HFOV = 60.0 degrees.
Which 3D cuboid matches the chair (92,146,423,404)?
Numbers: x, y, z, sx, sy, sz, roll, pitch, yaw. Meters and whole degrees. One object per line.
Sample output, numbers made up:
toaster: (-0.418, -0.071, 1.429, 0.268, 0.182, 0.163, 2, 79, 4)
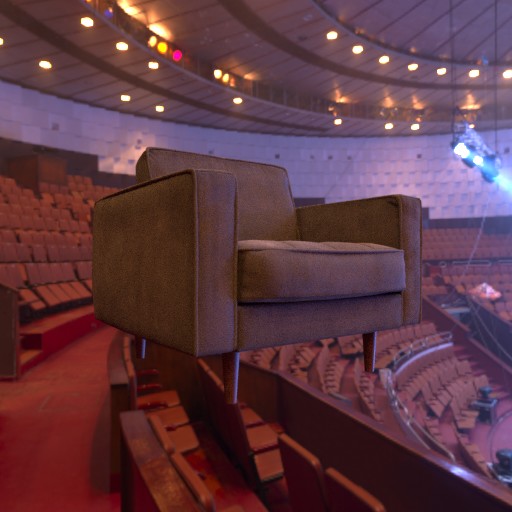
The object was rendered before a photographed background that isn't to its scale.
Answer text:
chair: (0.000, 0.000, 1.550, 0.928, 0.773, 0.843, 0, 0, -36)
